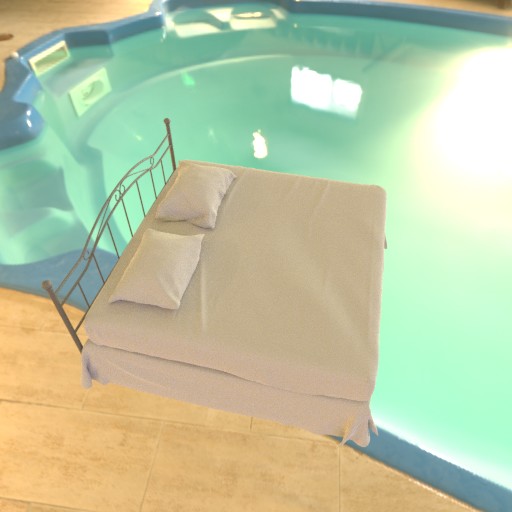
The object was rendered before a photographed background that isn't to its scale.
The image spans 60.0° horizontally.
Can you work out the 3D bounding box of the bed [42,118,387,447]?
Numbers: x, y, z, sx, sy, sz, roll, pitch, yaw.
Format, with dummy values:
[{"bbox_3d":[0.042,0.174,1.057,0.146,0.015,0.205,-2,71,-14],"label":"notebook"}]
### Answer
[{"bbox_3d":[0.000,0.000,3.551,2.220,1.080,2.309,10,47,9],"label":"bed"}]
